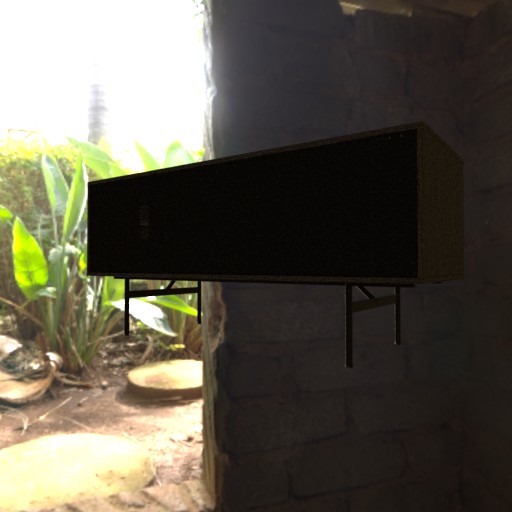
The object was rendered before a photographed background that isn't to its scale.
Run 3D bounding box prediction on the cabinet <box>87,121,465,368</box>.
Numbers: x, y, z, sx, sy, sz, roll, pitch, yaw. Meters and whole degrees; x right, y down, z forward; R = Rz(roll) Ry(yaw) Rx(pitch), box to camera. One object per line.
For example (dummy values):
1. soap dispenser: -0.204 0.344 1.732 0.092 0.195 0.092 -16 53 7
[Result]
1. cabinet: 0.000 0.000 1.594 1.300 0.599 0.500 -1 -1 35
